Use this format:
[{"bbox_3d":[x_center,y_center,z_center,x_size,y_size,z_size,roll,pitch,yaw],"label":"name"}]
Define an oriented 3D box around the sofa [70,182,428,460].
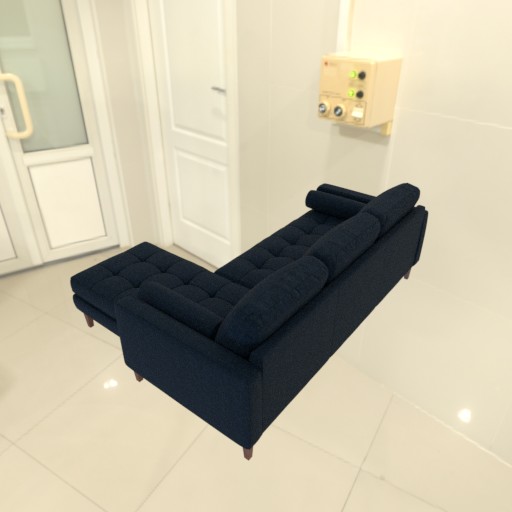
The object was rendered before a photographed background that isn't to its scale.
[{"bbox_3d":[0.000,0.000,3.085,1.613,0.841,2.185,22,37,32],"label":"sofa"}]
